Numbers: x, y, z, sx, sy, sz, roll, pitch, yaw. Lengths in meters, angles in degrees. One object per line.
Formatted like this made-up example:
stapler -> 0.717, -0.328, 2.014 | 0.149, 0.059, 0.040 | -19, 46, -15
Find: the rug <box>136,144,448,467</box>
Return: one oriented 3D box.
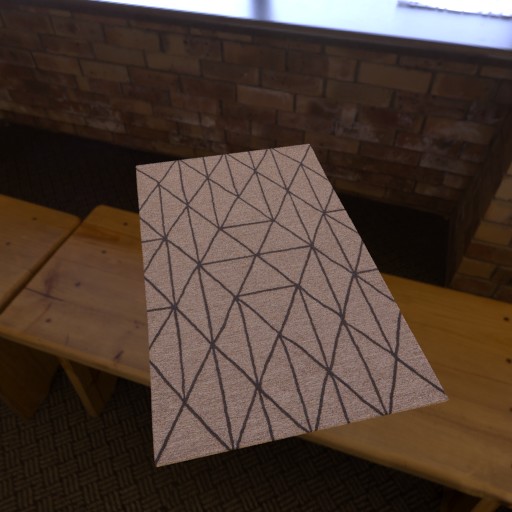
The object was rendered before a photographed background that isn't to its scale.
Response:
rug -> 0.000, 0.000, 3.033 | 1.526, 0.008, 2.465 | -9, 48, -9
